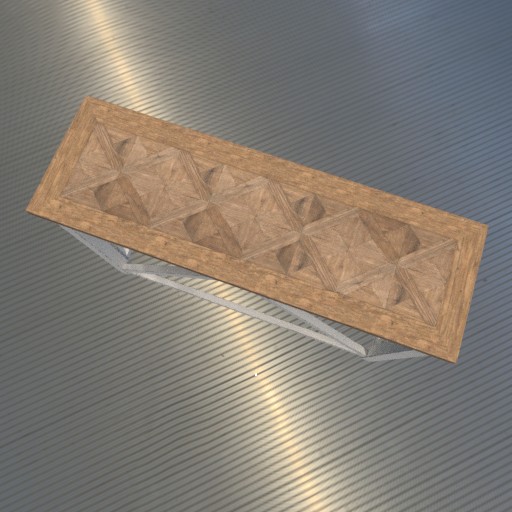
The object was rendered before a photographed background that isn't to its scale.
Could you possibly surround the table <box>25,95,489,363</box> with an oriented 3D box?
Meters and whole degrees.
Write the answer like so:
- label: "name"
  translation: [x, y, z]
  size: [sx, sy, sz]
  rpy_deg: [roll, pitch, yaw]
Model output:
- label: "table"
  translation: [0.000, 0.000, 1.853]
  size: [1.400, 0.930, 0.450]
  rpy_deg: [19, 76, 5]
